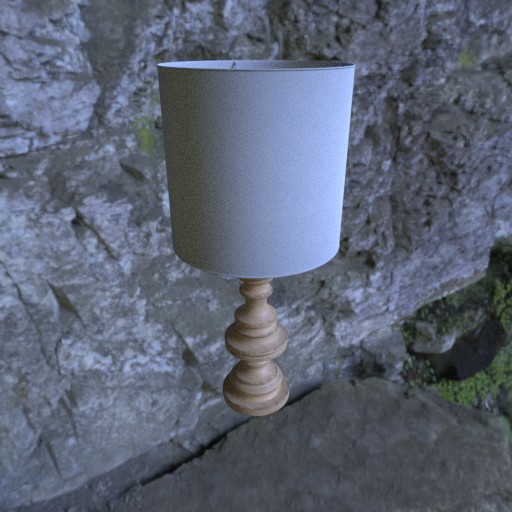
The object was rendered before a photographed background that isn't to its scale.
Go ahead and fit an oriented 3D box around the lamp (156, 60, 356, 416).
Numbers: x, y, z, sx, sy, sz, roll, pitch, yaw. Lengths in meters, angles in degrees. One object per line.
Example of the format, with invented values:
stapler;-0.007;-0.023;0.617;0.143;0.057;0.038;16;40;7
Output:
lamp;0.000;0.000;0.572;0.208;0.455;0.208;-17;31;-32
